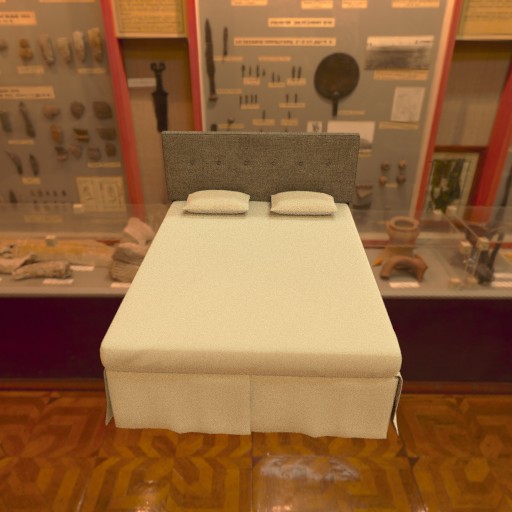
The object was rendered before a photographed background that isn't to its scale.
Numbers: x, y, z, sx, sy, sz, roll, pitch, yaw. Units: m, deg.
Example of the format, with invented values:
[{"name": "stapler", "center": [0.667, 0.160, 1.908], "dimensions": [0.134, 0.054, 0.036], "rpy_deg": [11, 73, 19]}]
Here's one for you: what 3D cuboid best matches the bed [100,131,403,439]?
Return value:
[{"name": "bed", "center": [0.000, 0.000, 2.987], "dimensions": [1.621, 1.168, 1.958], "rpy_deg": [1, 30, 2]}]
